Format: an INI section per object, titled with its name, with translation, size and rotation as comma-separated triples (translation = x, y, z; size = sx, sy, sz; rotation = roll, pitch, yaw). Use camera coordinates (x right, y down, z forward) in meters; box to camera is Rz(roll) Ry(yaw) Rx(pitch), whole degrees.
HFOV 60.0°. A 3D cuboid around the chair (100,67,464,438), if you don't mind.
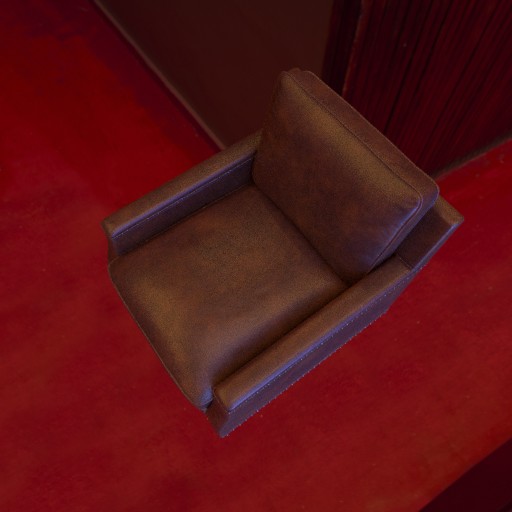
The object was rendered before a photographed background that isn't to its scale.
[chair]
translation = 0.000, 0.000, 1.696
size = 1.014, 0.929, 0.853
rotation = -33, 68, -16
